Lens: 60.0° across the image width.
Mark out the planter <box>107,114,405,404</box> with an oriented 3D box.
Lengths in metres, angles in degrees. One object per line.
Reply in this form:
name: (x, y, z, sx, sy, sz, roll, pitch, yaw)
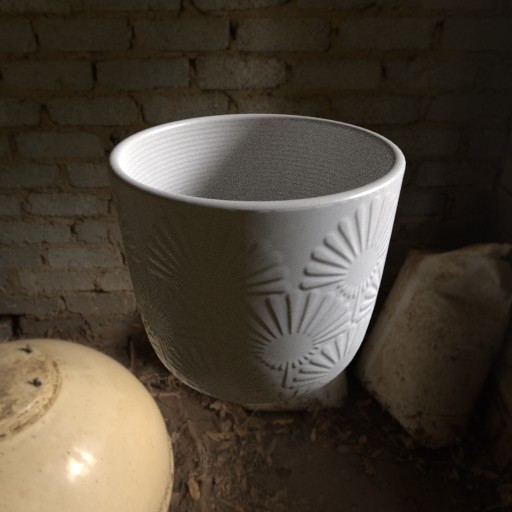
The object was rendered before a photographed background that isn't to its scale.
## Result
planter: (0.000, 0.000, 0.218, 0.124, 0.109, 0.124, 0, 31, 0)
